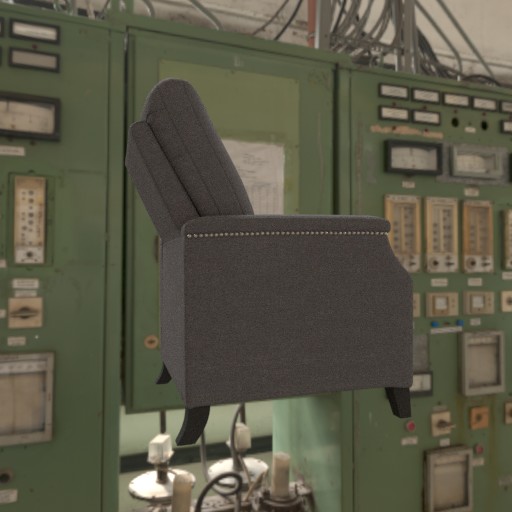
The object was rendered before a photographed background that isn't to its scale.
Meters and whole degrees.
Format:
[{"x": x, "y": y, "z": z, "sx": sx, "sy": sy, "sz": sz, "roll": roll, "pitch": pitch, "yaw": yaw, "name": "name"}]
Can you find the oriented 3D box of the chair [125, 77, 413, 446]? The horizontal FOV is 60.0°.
[{"x": 0.000, "y": 0.000, "z": 1.636, "sx": 0.922, "sy": 1.049, "sz": 0.710, "roll": 0, "pitch": -1, "yaw": -18, "name": "chair"}]
